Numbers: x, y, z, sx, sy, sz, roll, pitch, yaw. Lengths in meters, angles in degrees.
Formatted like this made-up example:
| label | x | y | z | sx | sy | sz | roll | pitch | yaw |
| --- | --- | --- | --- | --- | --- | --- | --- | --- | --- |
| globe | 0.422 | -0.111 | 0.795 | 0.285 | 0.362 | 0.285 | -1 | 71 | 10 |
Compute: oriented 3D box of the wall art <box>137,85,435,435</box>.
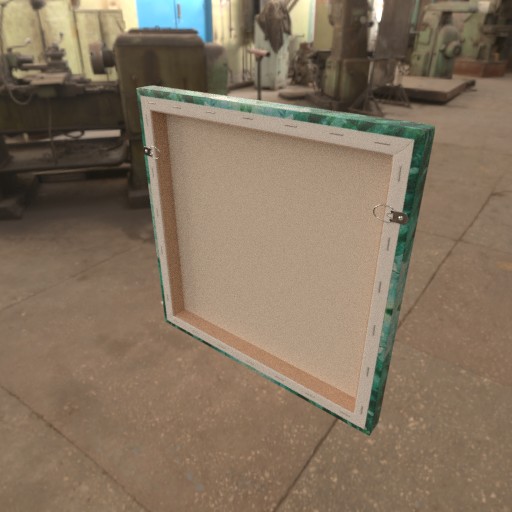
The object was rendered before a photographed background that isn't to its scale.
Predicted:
| label | x | y | z | sx | sy | sz | roll | pitch | yaw |
| --- | --- | --- | --- | --- | --- | --- | --- | --- | --- |
| wall art | 0.000 | 0.000 | 0.765 | 0.507 | 0.508 | 0.038 | 21 | 35 | 33 |
